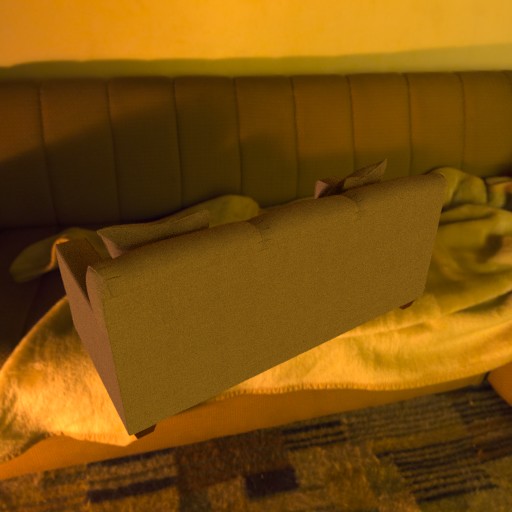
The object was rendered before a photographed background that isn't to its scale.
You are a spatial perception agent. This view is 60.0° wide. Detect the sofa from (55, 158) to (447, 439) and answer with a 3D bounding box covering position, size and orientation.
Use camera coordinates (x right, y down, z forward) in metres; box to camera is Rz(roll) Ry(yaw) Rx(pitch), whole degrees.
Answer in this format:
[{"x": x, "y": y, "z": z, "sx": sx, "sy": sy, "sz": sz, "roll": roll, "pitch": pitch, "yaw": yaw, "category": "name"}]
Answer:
[{"x": 0.000, "y": 0.000, "z": 2.597, "sx": 2.024, "sy": 0.958, "sz": 0.997, "roll": -18, "pitch": 34, "yaw": -29, "category": "sofa"}]
